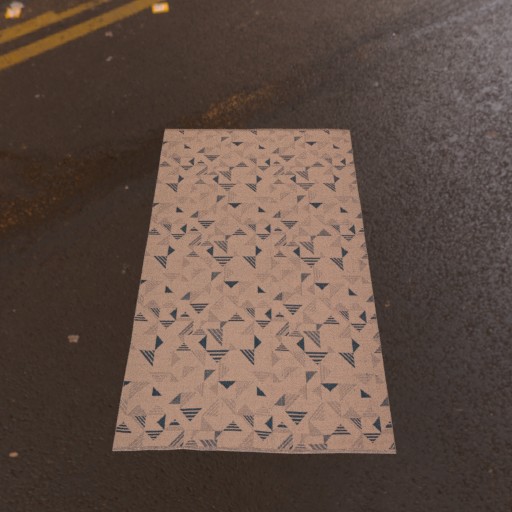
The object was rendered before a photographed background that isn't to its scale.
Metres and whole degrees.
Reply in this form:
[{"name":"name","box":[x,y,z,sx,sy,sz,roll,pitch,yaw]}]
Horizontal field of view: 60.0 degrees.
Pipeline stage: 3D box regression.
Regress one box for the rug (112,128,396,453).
[{"name":"rug","box":[0.000,0.000,2.999,1.512,0.009,2.457,0,59,0]}]
